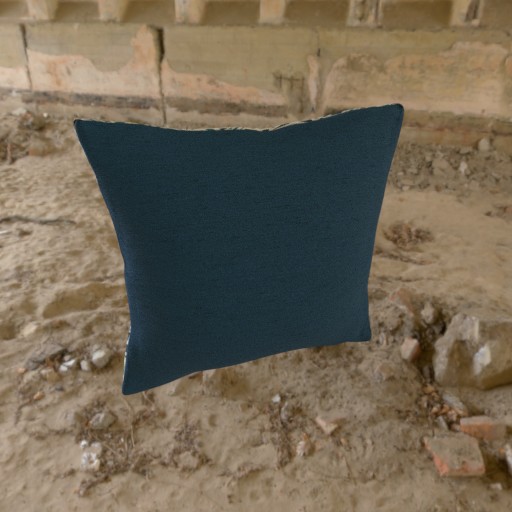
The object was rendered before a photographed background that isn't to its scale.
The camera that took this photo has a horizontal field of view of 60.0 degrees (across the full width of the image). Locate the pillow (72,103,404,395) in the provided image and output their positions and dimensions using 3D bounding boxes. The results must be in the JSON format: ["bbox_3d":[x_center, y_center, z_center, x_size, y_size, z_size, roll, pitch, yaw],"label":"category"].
[{"bbox_3d":[0.000,0.000,0.655,0.440,0.420,0.145,-9,30,-16],"label":"pillow"}]
